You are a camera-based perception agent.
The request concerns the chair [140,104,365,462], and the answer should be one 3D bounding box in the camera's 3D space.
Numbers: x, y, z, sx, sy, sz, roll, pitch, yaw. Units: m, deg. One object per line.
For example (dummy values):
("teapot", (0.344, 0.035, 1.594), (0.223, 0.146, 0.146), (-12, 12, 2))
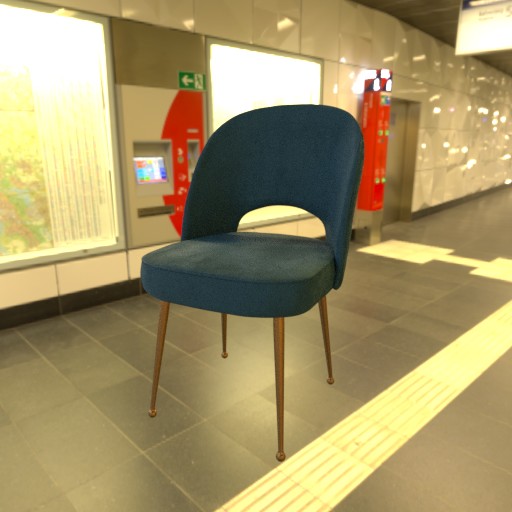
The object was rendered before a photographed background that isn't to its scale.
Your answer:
("chair", (0.000, 0.000, 1.261), (0.527, 0.860, 0.577), (7, 16, 26))
